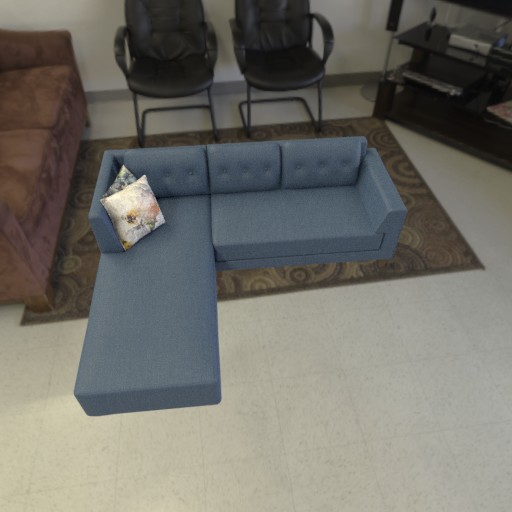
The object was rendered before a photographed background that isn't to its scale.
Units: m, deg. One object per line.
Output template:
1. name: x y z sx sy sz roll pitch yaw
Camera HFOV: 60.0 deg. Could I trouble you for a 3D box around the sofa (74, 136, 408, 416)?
1. sofa: 0.000 0.000 3.009 2.120 0.787 1.829 -4 46 -4
